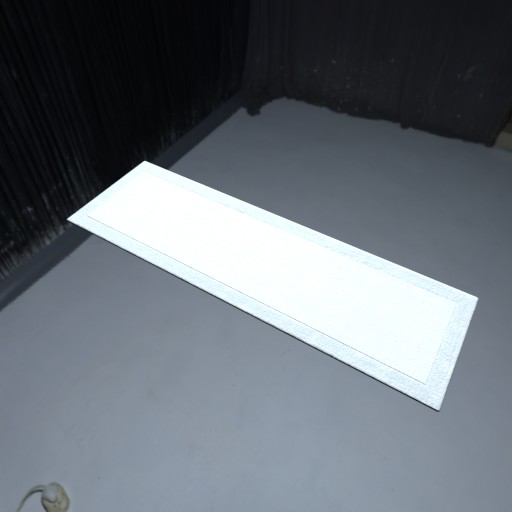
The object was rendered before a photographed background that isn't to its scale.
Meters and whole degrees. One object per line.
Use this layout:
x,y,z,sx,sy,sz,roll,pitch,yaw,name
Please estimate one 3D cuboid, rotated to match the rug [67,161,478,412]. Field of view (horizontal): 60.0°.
0.000,0.000,2.663,2.430,0.012,0.759,25,52,21,rug
